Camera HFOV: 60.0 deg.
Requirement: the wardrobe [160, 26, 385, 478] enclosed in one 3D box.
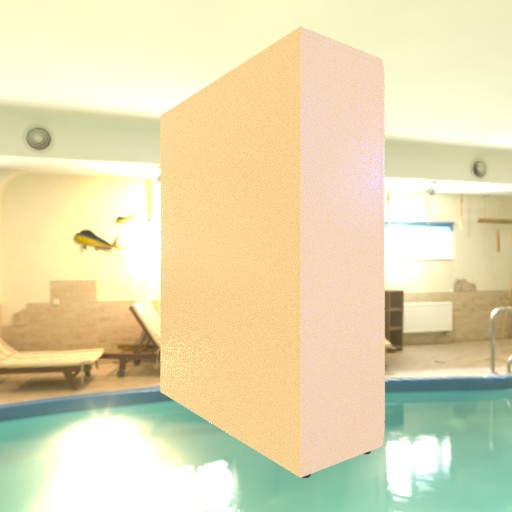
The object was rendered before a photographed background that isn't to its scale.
[{"bbox_3d":[0.000,0.000,1.627,0.360,1.200,0.900,0,0,-36],"label":"wardrobe"}]
